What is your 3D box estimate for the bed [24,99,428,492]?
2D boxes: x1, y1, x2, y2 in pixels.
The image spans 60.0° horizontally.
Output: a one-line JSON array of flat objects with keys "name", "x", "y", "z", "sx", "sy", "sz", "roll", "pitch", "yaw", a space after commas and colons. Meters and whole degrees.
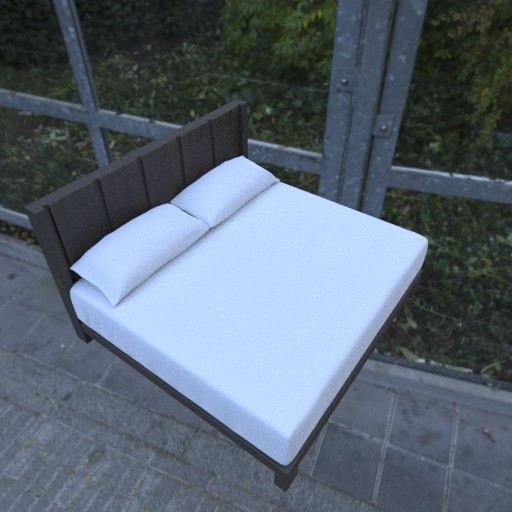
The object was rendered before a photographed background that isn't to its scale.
[{"name": "bed", "x": 0.000, "y": 0.000, "z": 3.365, "sx": 2.012, "sy": 1.270, "sz": 2.134, "roll": 26, "pitch": 47, "yaw": 27}]
